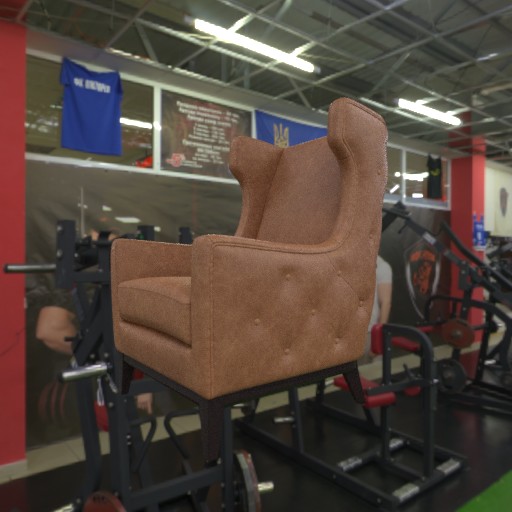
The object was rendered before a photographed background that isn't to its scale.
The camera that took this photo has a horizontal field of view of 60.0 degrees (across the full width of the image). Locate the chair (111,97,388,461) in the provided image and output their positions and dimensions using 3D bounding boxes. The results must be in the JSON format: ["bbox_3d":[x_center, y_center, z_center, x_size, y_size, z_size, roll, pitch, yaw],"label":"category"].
[{"bbox_3d":[0.000,0.000,1.693,0.899,1.079,0.766,0,1,-36],"label":"chair"}]
